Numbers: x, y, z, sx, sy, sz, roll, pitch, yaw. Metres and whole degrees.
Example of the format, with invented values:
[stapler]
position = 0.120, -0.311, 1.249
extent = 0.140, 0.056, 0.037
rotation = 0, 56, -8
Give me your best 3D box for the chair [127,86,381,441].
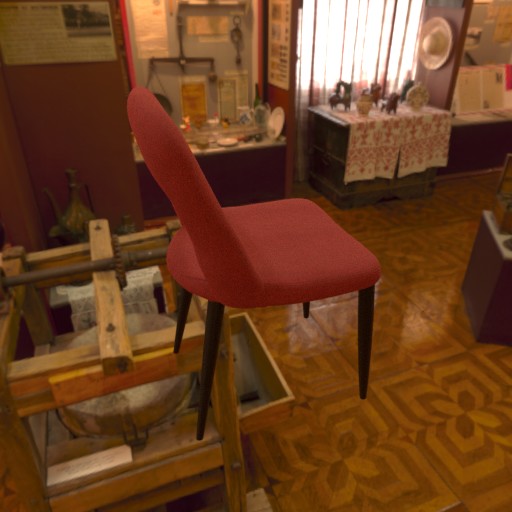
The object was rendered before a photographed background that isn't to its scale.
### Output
[chair]
position = 0.000, 0.000, 1.224
extent = 0.569, 0.892, 0.483
rotation = -10, 32, -16
